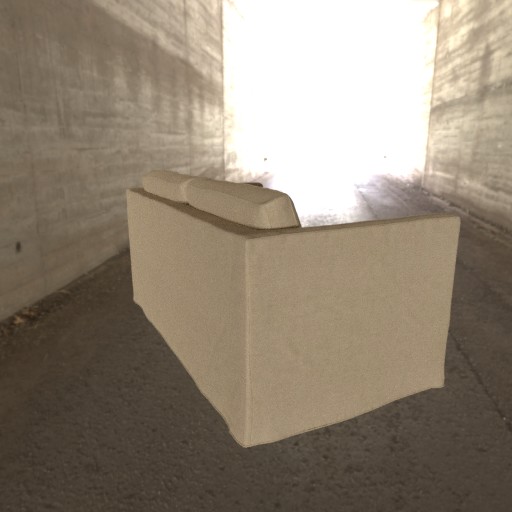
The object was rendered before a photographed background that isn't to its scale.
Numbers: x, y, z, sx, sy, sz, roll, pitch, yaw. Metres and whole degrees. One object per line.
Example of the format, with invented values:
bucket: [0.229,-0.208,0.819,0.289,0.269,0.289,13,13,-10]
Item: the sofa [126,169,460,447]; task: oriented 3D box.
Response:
sofa: [0.000,0.000,2.280,0.962,0.835,1.719,-7,16,-26]
